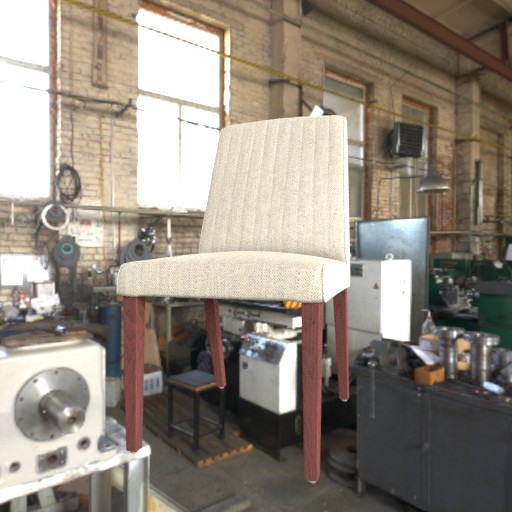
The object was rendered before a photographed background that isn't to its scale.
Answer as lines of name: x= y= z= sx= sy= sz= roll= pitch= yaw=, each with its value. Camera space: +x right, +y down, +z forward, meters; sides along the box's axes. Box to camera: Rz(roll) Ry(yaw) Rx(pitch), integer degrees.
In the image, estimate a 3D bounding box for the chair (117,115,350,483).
chair: x=0.000 y=0.000 z=1.205 sx=0.480 sy=0.900 sz=0.594 roll=0 pitch=0 yaw=18
